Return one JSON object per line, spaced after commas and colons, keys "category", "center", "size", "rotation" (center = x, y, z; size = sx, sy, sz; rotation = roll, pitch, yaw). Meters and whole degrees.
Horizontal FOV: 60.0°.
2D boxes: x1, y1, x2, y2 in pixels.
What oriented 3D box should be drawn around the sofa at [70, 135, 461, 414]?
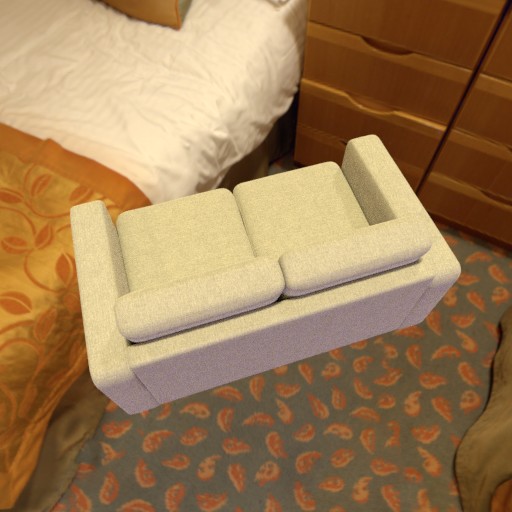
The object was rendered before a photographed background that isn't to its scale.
{"category": "sofa", "center": [0.000, 0.000, 2.082], "size": [1.540, 0.800, 0.900], "rotation": [-15, 60, -9]}
